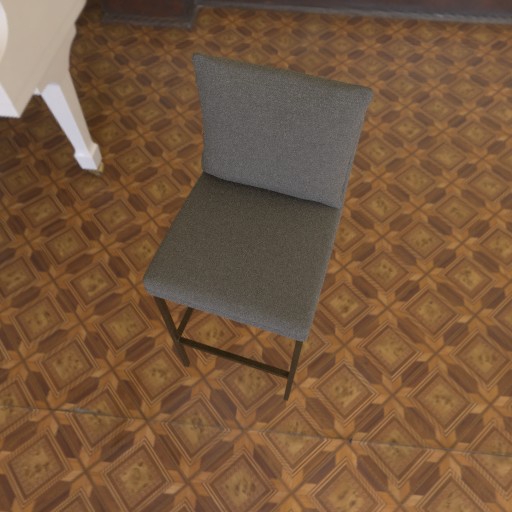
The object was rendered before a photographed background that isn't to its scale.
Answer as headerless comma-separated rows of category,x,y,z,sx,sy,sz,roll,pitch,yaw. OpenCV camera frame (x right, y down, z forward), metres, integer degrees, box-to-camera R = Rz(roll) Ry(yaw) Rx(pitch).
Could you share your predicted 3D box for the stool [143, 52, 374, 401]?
stool,0.000,0.000,1.432,0.463,1.132,0.569,16,60,9
